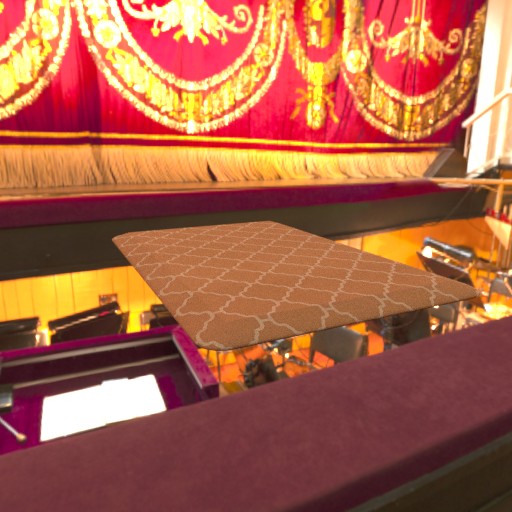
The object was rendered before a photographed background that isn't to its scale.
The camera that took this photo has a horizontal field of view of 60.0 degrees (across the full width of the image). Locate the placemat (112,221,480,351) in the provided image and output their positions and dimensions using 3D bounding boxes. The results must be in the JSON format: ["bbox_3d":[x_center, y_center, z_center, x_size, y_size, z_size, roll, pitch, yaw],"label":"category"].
[{"bbox_3d":[0.000,0.000,0.970,0.508,0.021,0.762,-7,16,-25],"label":"placemat"}]
